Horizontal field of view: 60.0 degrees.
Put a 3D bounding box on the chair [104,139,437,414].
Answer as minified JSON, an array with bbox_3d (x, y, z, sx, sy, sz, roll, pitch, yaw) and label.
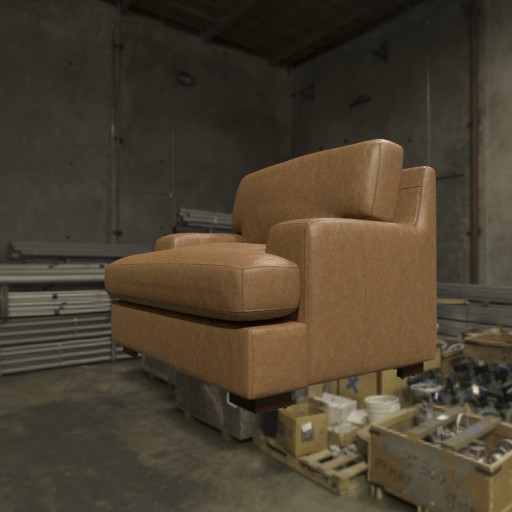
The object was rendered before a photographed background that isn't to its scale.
[{"bbox_3d":[0.000,0.000,2.016,1.050,0.978,1.276,1,-1,-36],"label":"chair"}]
